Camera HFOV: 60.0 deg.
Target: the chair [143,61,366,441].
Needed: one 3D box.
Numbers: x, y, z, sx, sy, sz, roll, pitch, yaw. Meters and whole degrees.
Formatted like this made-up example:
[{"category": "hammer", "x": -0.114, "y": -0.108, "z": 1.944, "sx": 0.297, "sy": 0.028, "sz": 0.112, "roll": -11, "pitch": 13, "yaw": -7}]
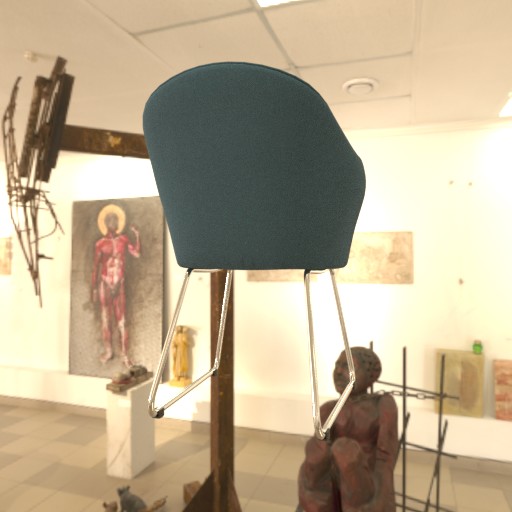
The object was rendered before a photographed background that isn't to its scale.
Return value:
[{"category": "chair", "x": 0.000, "y": 0.000, "z": 1.203, "sx": 0.570, "sy": 0.815, "sz": 0.585, "roll": 0, "pitch": 1, "yaw": 18}]
